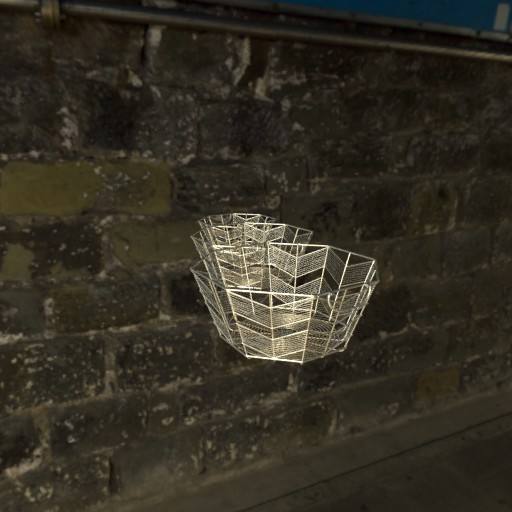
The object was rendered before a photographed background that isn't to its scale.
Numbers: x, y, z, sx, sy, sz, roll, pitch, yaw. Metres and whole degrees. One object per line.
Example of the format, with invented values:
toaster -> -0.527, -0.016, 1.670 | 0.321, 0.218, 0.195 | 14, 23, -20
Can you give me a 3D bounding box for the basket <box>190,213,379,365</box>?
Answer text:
basket -> 0.000, 0.000, 1.412 | 0.432, 0.178, 1.246 | -2, 15, -9
